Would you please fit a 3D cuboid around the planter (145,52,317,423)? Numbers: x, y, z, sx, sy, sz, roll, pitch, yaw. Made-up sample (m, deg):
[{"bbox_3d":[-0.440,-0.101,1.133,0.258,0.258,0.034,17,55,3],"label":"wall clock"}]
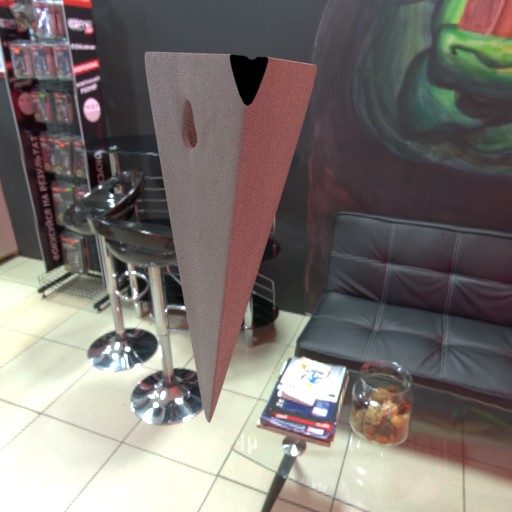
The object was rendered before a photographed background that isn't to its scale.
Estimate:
[{"bbox_3d":[0.000,0.000,0.155,0.047,0.130,0.058,-17,30,-32],"label":"planter"}]
